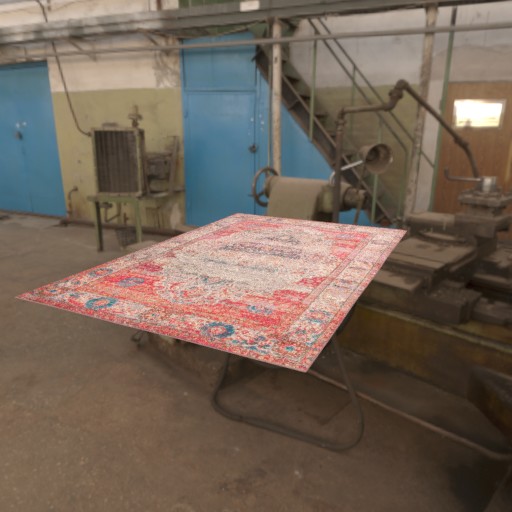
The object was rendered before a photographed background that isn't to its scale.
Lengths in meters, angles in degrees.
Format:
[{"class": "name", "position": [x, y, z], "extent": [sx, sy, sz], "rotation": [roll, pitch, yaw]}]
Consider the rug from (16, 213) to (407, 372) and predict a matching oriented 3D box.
[{"class": "rug", "position": [0.000, 0.000, 2.269], "extent": [1.219, 0.006, 1.829], "rotation": [8, 19, 25]}]
